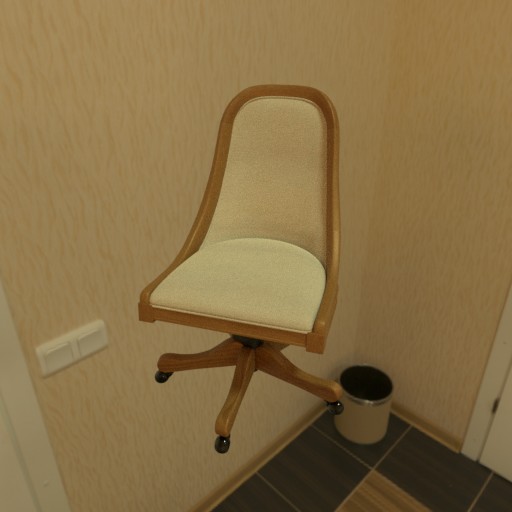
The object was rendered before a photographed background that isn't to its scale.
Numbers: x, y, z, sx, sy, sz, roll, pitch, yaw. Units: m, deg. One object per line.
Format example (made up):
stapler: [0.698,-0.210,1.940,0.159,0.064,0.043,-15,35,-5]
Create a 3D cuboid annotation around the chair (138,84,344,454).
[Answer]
chair: [0.000,0.000,1.499,0.702,1.009,0.811,8,28,15]
